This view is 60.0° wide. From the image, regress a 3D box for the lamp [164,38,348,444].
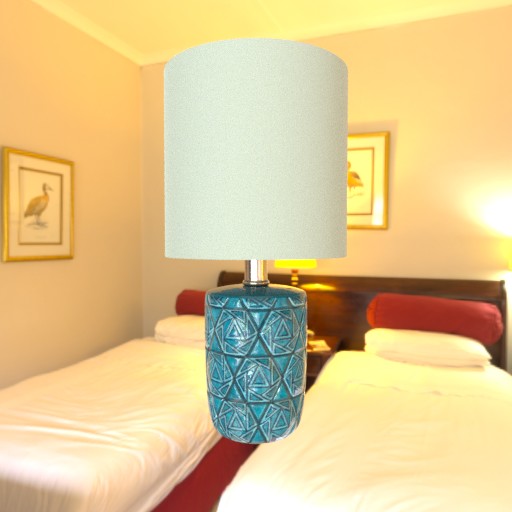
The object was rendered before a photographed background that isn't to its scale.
[{"bbox_3d":[0.000,0.000,0.479,0.193,0.377,0.193,-1,2,-17],"label":"lamp"}]
